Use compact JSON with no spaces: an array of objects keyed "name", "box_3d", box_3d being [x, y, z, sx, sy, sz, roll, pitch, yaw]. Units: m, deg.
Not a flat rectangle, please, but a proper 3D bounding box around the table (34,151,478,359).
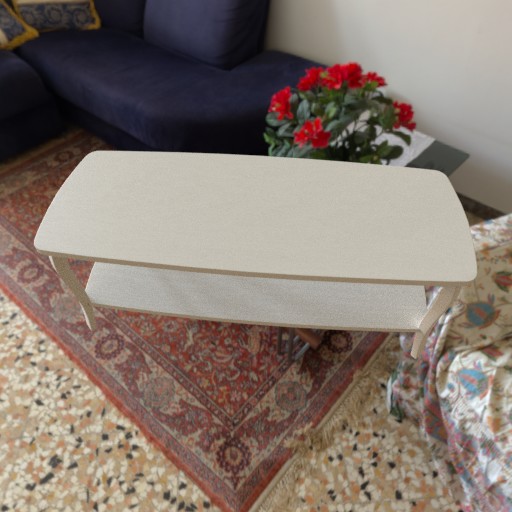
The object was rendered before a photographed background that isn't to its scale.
[{"name":"table","box_3d":[0.000,0.000,1.607,1.334,0.474,0.561,4,47,4]}]
